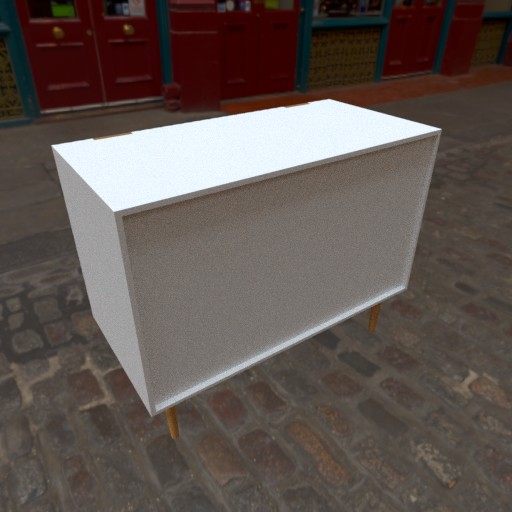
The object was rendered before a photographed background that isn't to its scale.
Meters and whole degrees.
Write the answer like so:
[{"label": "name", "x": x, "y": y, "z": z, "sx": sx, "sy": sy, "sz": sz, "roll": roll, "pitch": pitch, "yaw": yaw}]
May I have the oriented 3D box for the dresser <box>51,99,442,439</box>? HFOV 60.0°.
[{"label": "dresser", "x": 0.000, "y": 0.000, "z": 1.329, "sx": 0.905, "sy": 0.721, "sz": 0.457, "roll": -20, "pitch": 37, "yaw": -29}]
